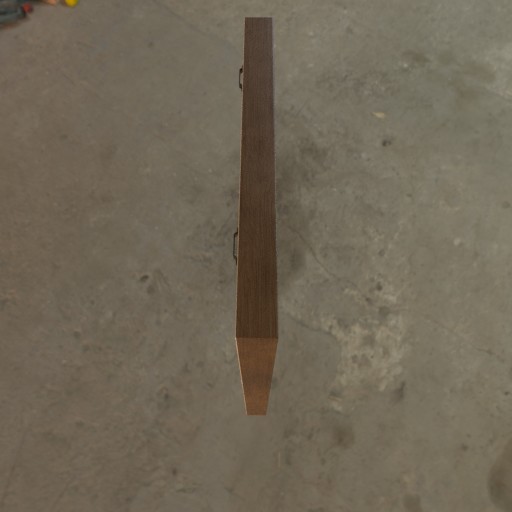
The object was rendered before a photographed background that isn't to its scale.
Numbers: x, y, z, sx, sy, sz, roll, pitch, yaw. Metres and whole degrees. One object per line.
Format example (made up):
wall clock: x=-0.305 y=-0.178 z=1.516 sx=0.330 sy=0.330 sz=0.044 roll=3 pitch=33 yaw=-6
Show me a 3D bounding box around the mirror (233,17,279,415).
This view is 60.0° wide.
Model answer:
mirror: x=0.000 y=0.000 z=0.684 sx=0.041 sy=0.509 sz=0.406 roll=0 pitch=63 yaw=0
